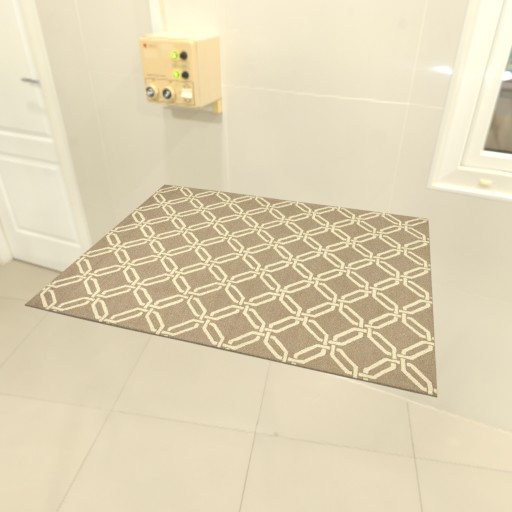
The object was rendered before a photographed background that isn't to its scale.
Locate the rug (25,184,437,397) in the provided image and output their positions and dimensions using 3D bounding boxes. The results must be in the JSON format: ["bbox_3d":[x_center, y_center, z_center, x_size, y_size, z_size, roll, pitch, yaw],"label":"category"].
[{"bbox_3d":[0.000,0.000,3.847,2.895,0.018,2.288,9,34,14],"label":"rug"}]
